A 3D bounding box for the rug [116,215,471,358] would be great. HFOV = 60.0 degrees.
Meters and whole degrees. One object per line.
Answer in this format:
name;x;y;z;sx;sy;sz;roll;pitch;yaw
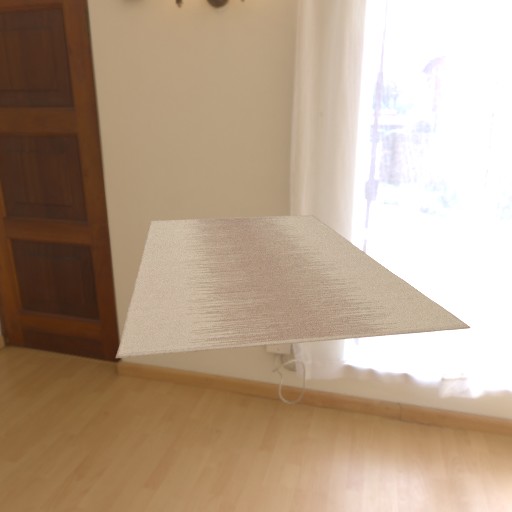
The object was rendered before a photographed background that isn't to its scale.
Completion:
rug;0.000;0.000;2.988;1.522;0.012;2.440;-3;17;-9
